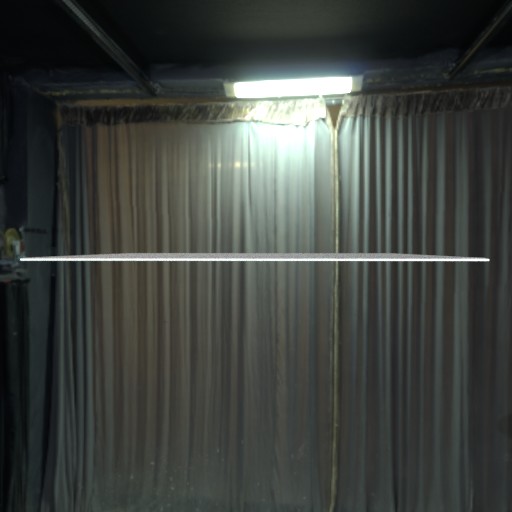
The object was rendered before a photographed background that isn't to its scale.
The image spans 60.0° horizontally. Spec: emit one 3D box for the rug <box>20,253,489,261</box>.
[{"bbox_3d":[0.000,0.000,2.874,2.202,0.014,1.598,0,1,2],"label":"rug"}]
